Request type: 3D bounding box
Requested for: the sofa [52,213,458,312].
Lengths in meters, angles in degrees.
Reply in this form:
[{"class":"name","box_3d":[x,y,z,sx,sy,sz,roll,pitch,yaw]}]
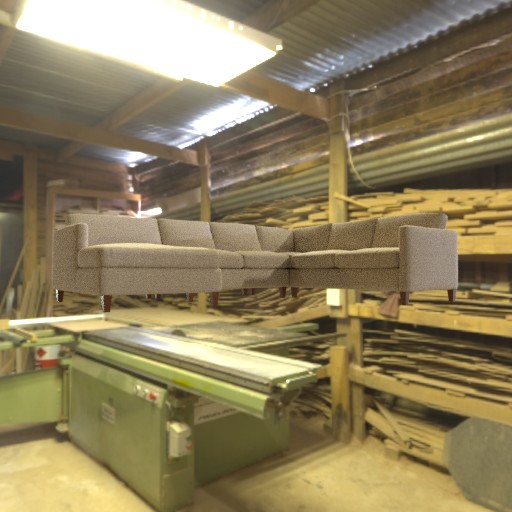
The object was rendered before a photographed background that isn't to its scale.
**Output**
[{"class":"sofa","box_3d":[0.000,0.000,4.651,3.460,0.961,2.594,2,-3,-37]}]
